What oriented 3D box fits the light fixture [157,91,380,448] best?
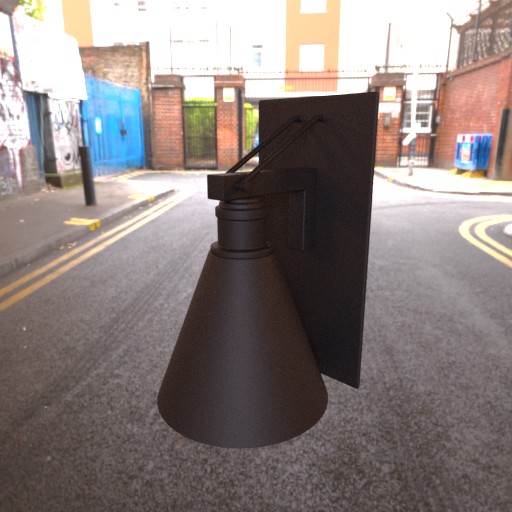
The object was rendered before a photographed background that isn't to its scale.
[{"bbox_3d":[0.000,0.000,0.425,0.170,0.298,0.207,14,21,42],"label":"light fixture"}]
